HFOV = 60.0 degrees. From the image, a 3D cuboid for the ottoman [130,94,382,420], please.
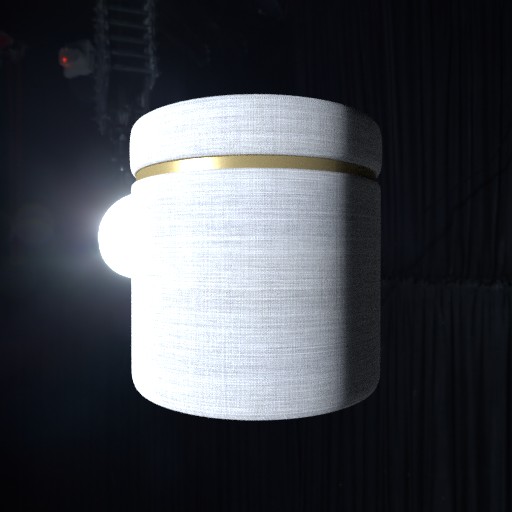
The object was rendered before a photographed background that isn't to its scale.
[{"bbox_3d":[0.000,0.000,0.732,0.400,0.406,0.400,0,0,0],"label":"ottoman"}]
